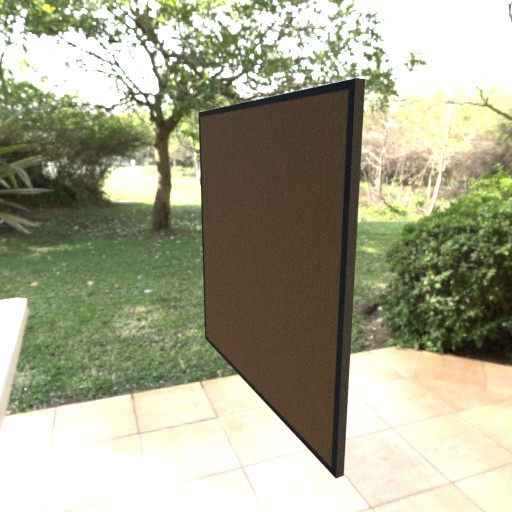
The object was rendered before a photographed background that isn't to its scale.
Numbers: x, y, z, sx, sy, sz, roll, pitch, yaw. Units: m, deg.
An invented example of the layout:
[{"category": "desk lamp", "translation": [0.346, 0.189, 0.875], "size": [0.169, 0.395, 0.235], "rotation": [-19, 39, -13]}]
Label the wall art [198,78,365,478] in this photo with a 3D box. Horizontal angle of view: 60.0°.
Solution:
[{"category": "wall art", "translation": [0.000, 0.000, 1.206], "size": [0.022, 0.803, 0.805], "rotation": [-7, 15, -26]}]
